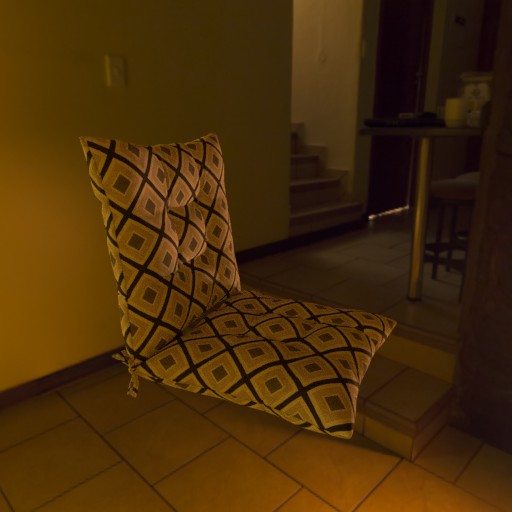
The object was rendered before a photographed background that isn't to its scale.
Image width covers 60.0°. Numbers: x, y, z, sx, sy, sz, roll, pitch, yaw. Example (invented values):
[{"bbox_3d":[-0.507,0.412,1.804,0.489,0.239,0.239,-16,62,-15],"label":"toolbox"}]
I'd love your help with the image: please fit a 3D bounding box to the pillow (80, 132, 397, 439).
[{"bbox_3d":[0.000,0.000,1.009,0.585,0.536,0.541,7,18,24],"label":"pillow"}]
